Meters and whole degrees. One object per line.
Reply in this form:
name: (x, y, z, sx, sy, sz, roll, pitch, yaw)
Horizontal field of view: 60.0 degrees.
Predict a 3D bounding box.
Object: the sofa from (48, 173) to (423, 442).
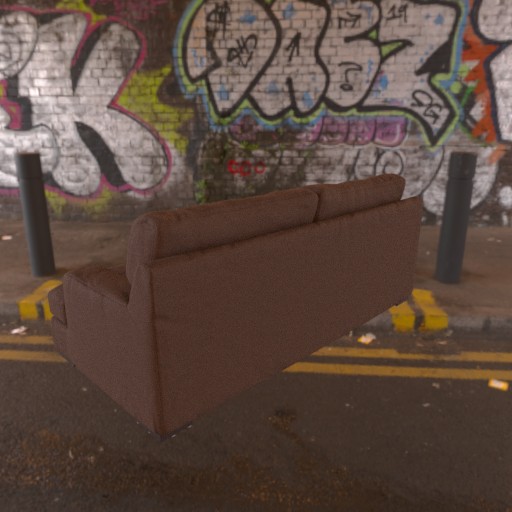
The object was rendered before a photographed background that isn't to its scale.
sofa: (0.000, 0.000, 2.830, 1.140, 0.950, 2.274, 16, 23, 42)
